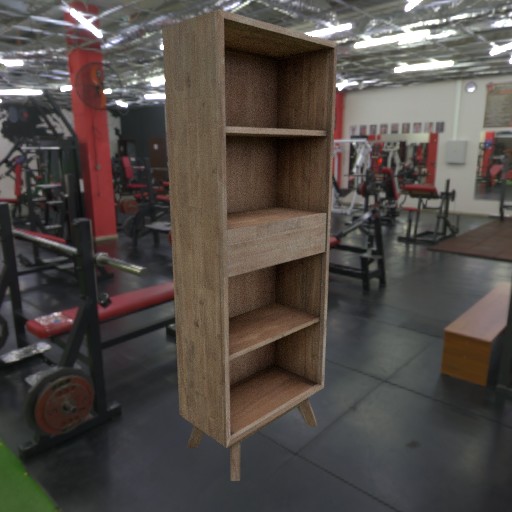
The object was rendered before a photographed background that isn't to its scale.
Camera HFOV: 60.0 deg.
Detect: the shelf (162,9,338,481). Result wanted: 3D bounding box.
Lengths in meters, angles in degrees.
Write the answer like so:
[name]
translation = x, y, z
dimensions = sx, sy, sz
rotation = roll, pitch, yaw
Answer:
[shelf]
translation = 0.000, 0.000, 1.470
dimensions = 0.491, 1.342, 0.267
rotation = -13, 19, -43
